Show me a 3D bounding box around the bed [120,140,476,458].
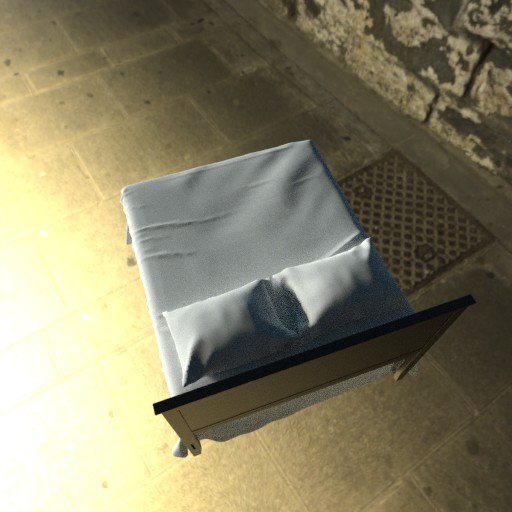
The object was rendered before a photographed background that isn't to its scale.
[{"bbox_3d":[0.000,0.000,3.135,1.870,1.270,2.050,-17,59,-10],"label":"bed"}]
